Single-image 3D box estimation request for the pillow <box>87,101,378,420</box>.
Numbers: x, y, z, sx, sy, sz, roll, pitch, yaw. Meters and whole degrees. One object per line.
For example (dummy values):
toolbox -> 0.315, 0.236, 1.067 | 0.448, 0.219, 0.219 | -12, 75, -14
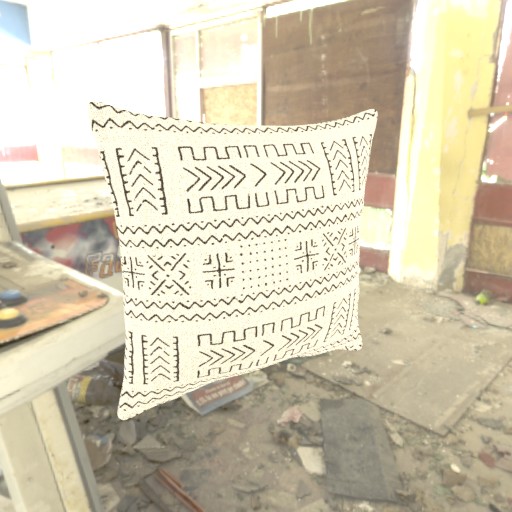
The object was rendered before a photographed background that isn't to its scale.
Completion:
pillow -> 0.000, 0.000, 0.662 | 0.438, 0.430, 0.164 | -9, 19, -26
